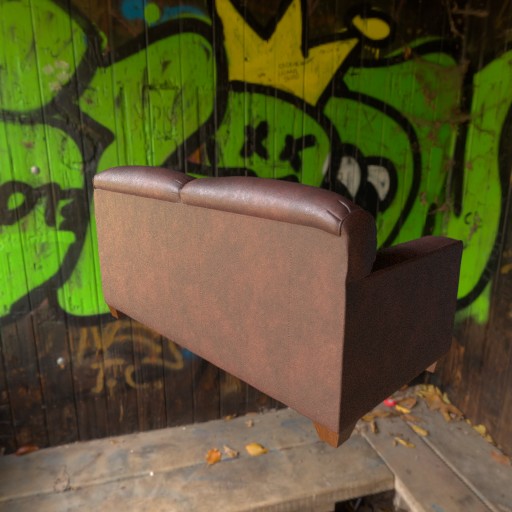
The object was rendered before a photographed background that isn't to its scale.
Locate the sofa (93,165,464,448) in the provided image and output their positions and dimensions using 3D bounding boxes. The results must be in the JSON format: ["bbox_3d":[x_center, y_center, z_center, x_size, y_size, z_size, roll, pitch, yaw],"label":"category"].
[{"bbox_3d":[0.000,0.000,2.425,1.000,0.966,1.856,-14,20,-42],"label":"sofa"}]
